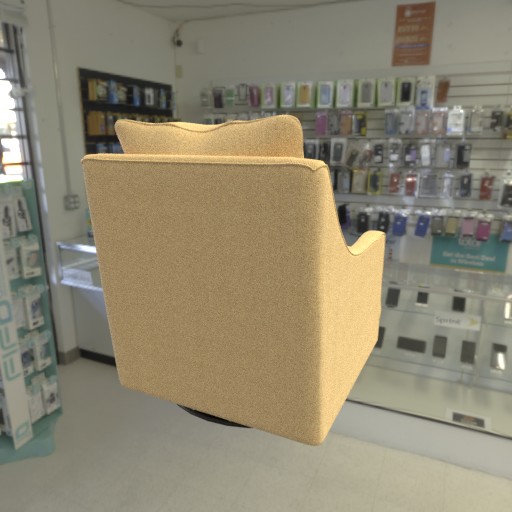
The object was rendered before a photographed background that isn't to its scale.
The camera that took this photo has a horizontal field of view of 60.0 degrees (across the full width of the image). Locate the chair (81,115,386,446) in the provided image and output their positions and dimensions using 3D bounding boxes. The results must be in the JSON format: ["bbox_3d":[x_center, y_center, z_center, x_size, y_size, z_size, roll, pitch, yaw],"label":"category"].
[{"bbox_3d":[0.000,0.000,1.596,0.760,0.927,0.876,7,16,26],"label":"chair"}]
